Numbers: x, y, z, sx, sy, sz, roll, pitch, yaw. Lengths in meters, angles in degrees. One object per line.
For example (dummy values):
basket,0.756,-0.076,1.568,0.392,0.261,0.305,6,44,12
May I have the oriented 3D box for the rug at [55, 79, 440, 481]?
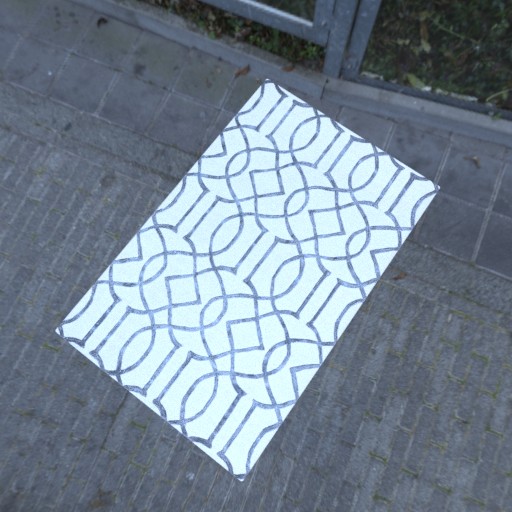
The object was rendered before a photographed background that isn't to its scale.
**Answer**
rug,0.000,0.000,3.017,1.521,0.017,2.365,35,78,9
